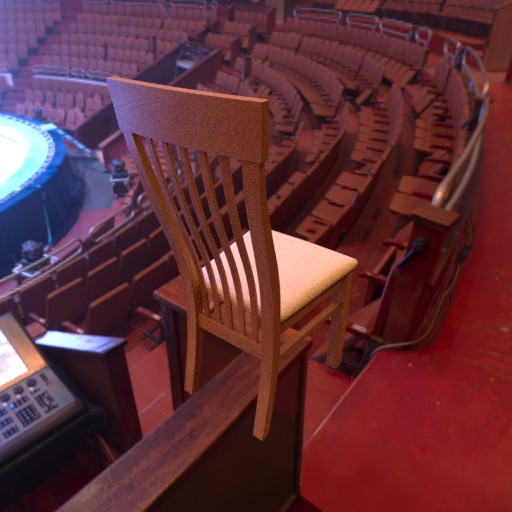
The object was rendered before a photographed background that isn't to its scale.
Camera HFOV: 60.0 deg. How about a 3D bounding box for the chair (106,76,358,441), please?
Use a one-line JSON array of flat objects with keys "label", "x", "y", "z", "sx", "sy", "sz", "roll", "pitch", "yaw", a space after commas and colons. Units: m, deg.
[{"label": "chair", "x": 0.000, "y": 0.000, "z": 1.358, "sx": 0.450, "sy": 1.050, "sz": 0.580, "roll": 21, "pitch": 36, "yaw": 32}]
